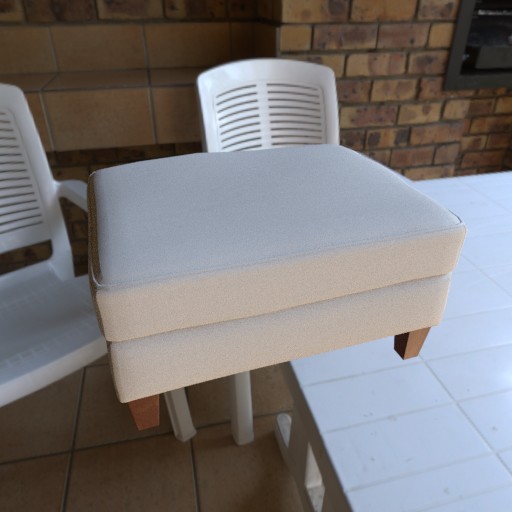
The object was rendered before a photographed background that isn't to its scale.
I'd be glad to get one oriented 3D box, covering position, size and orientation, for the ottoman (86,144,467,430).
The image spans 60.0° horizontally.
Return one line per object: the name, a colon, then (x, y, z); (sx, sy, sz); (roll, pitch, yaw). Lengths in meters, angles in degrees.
ottoman: (0.000, 0.000, 1.214); (0.818, 0.479, 0.634); (-10, 32, -16)
